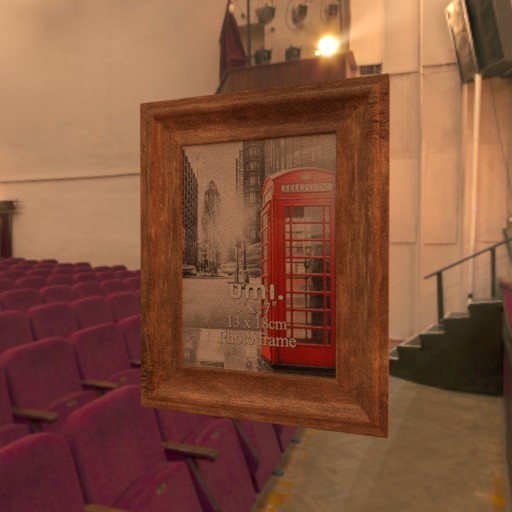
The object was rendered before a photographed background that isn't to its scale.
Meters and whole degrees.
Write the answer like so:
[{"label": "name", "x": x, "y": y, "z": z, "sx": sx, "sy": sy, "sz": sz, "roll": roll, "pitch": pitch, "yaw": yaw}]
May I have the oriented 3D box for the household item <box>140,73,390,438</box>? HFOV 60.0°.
[{"label": "household item", "x": 0.000, "y": 0.000, "z": 0.323, "sx": 0.186, "sy": 0.237, "sz": 0.018, "roll": 0, "pitch": 1, "yaw": 19}]
